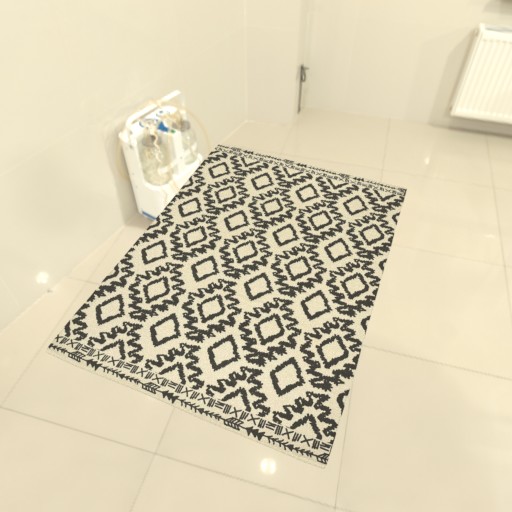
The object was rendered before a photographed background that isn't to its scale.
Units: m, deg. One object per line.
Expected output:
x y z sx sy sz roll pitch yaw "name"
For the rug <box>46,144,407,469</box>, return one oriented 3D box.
0.000 0.000 4.421 2.444 0.036 3.369 17 49 15 "rug"
